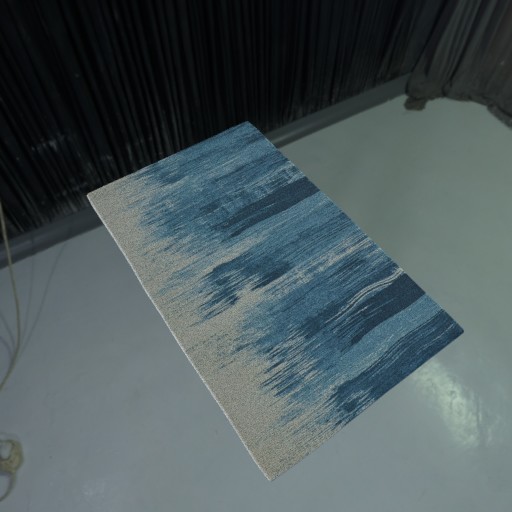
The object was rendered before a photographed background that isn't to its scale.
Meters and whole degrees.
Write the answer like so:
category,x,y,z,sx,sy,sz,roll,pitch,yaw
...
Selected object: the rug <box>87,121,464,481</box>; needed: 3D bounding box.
category,x,y,z,sx,sy,sz,roll,pitch,yaw
rug,0.000,0.000,3.113,1.540,0.027,2.450,-30,61,-19
